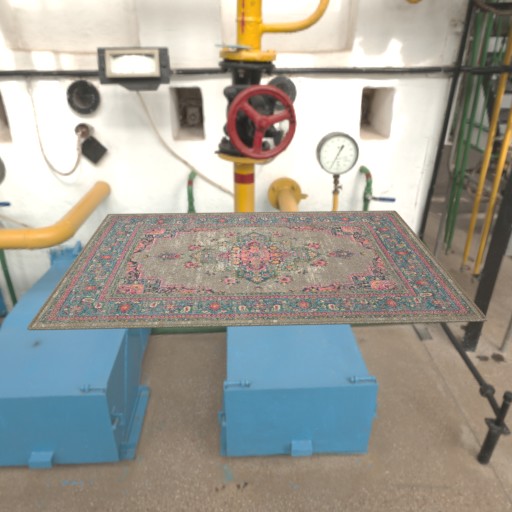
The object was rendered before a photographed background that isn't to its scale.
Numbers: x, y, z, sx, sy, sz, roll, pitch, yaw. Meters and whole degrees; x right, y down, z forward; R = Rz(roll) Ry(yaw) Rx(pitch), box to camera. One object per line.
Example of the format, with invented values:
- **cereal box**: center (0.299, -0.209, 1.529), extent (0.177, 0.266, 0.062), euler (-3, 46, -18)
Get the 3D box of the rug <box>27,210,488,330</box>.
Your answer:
- **rug**: center (0.000, 0.000, 2.180), extent (1.748, 0.014, 1.144), euler (-1, 27, -2)
